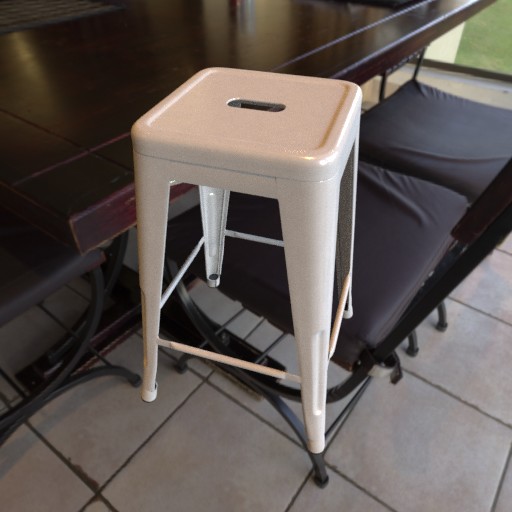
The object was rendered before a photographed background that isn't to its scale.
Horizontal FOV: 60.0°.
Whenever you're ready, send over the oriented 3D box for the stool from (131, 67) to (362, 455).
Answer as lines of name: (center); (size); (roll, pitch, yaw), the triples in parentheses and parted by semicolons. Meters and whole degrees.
stool: (0.000, 0.000, 0.868); (0.406, 0.610, 0.406); (12, 42, 13)
